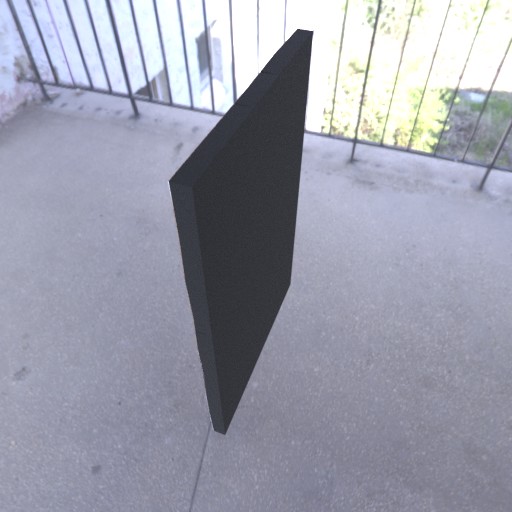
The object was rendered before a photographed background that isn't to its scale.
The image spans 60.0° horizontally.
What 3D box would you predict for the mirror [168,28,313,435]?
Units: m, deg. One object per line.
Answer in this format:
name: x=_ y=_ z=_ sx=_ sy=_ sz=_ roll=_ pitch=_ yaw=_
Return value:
mirror: x=0.000 y=0.000 z=1.154 sx=0.044 sy=0.912 sz=0.606 roll=16 pitch=49 yaw=14
